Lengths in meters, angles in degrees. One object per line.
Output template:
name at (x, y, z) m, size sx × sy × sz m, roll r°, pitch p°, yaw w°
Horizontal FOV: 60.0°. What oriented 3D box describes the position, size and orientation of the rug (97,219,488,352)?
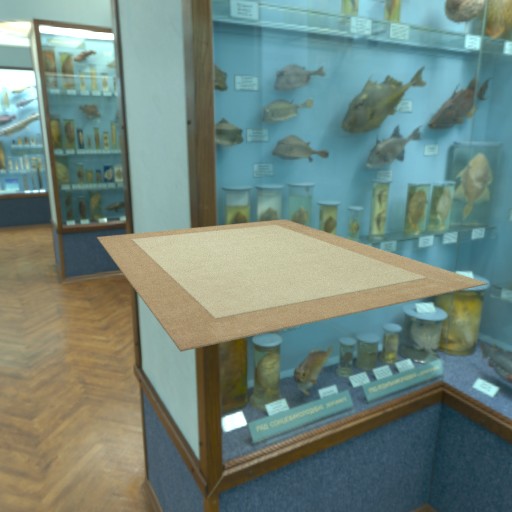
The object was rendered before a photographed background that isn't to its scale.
rug at (0.000, 0.000, 4.172) m, size 2.438 × 0.014 × 3.048 m, roll -8°, pitch 17°, yaw -26°
